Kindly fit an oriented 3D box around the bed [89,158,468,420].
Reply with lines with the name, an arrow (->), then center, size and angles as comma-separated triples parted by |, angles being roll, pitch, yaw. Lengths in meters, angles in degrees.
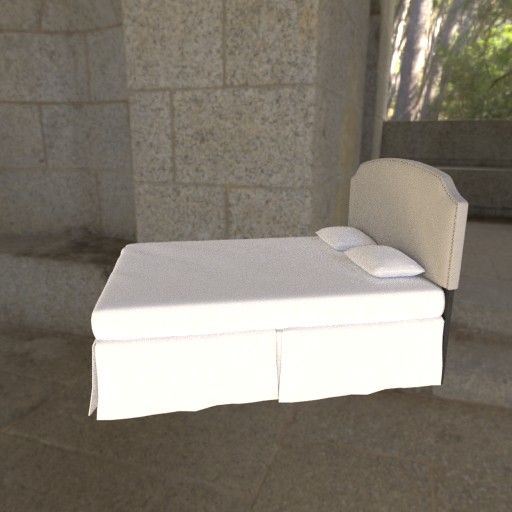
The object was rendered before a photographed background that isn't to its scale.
bed -> 0.000, 0.000, 2.982 | 1.999, 1.270, 1.558 | -2, 15, -9
